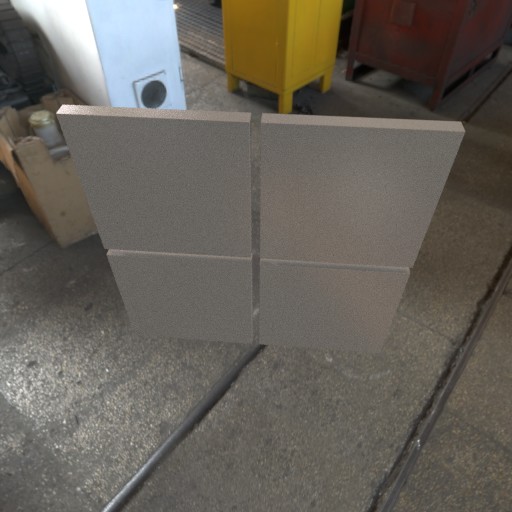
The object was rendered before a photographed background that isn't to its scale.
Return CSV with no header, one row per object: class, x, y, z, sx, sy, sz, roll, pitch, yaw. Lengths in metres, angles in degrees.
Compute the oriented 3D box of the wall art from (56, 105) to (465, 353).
wall art,0.000,0.000,0.892,0.611,0.611,0.029,3,47,3
